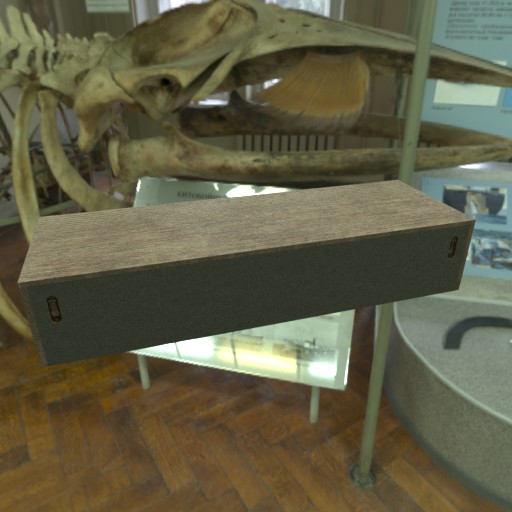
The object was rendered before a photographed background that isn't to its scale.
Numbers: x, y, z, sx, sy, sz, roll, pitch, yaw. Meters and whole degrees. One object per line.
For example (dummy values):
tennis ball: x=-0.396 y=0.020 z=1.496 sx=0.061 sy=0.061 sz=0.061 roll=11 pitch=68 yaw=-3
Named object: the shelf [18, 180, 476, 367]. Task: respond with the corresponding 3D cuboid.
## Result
shelf: x=0.000 y=0.000 z=0.680 sx=0.610 sy=0.125 sz=0.200 roll=-8 pitch=28 yaw=-15
